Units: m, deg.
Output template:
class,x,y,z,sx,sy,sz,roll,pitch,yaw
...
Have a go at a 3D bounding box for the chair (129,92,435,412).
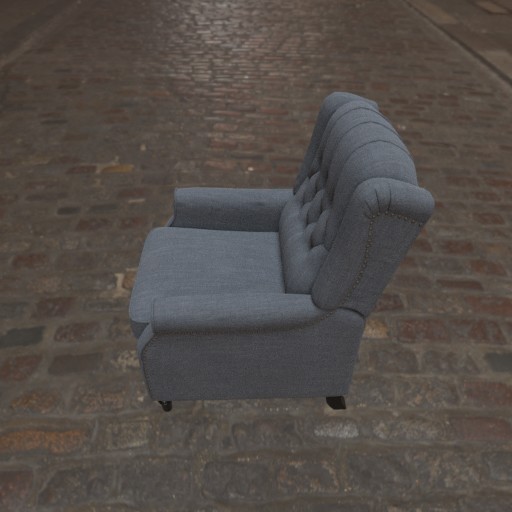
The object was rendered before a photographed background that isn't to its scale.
class,x,y,z,sx,sy,sz,roll,pitch,yaw
chair,0.000,0.000,1.636,0.898,1.035,0.742,-1,41,-1
